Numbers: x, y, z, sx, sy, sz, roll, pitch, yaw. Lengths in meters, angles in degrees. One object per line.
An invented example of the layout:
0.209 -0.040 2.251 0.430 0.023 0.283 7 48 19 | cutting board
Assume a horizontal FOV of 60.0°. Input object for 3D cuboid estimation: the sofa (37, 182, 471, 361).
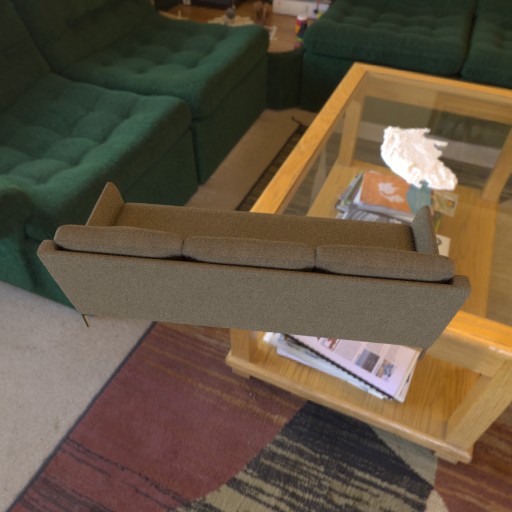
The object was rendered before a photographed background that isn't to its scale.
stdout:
0.000 0.000 2.571 2.060 0.837 0.849 5 46 5 | sofa
